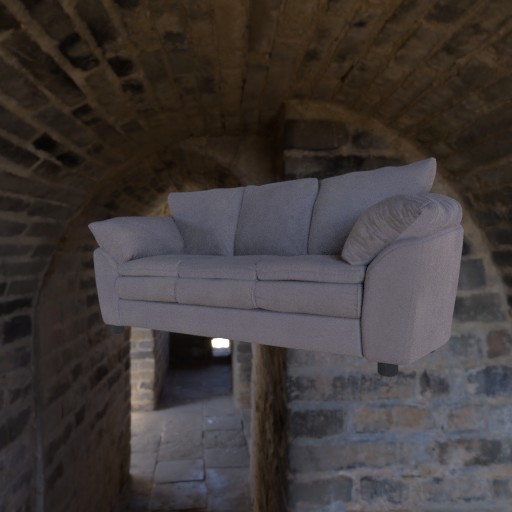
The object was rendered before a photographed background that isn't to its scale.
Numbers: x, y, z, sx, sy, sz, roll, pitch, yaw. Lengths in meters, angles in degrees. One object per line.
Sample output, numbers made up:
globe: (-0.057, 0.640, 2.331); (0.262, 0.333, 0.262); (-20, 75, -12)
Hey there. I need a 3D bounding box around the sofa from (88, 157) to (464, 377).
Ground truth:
sofa: (0.000, 0.000, 2.793); (2.336, 1.073, 0.878); (0, -1, 36)
